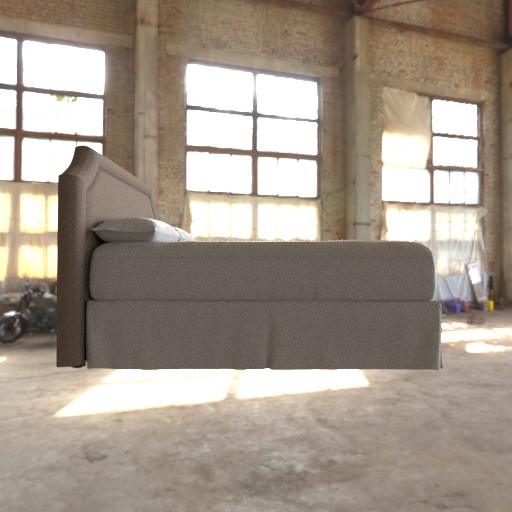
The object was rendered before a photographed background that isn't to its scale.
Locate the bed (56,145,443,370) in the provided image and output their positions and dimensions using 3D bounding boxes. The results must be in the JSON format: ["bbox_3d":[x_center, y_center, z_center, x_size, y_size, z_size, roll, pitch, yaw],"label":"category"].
[{"bbox_3d":[0.000,0.000,3.289,2.164,1.303,1.828,0,-1,1],"label":"bed"}]
